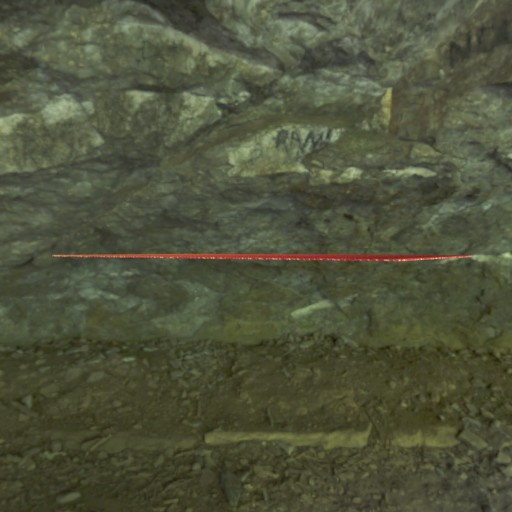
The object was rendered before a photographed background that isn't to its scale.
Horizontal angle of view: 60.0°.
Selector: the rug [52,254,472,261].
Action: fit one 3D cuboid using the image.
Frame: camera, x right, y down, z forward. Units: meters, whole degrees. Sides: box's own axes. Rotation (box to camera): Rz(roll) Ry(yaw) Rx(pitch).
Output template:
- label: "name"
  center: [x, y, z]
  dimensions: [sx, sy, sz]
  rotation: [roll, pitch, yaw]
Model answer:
- label: "rug"
  center: [0.000, 0.000, 3.030]
  dimensions: [2.442, 0.010, 1.531]
  rotation: [0, 1, 36]
